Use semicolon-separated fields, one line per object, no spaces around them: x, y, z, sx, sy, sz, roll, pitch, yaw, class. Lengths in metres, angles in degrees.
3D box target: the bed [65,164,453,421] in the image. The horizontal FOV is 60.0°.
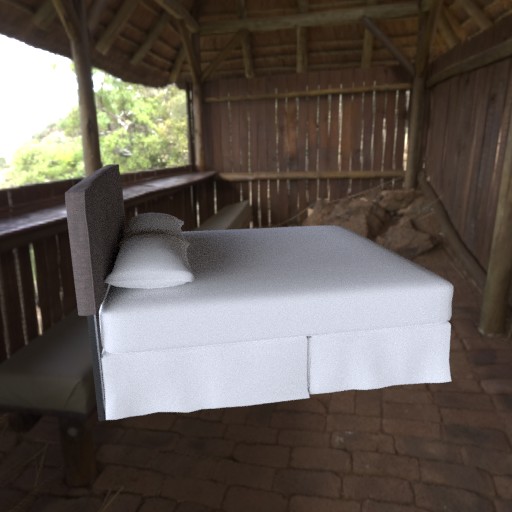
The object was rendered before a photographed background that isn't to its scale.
0.000;0.000;2.828;1.894;1.089;1.610;-3;16;-11;bed
